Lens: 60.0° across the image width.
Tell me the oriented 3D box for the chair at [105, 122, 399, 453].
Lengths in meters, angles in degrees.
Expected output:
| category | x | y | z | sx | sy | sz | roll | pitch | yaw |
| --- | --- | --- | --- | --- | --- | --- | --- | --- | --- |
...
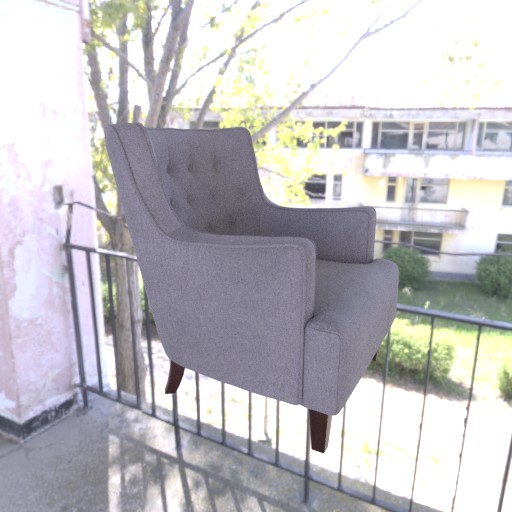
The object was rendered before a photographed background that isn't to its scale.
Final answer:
| category | x | y | z | sx | sy | sz | roll | pitch | yaw |
| --- | --- | --- | --- | --- | --- | --- | --- | --- | --- |
| chair | 0.000 | 0.000 | 1.606 | 0.910 | 0.919 | 0.781 | 8 | 17 | 27 |
